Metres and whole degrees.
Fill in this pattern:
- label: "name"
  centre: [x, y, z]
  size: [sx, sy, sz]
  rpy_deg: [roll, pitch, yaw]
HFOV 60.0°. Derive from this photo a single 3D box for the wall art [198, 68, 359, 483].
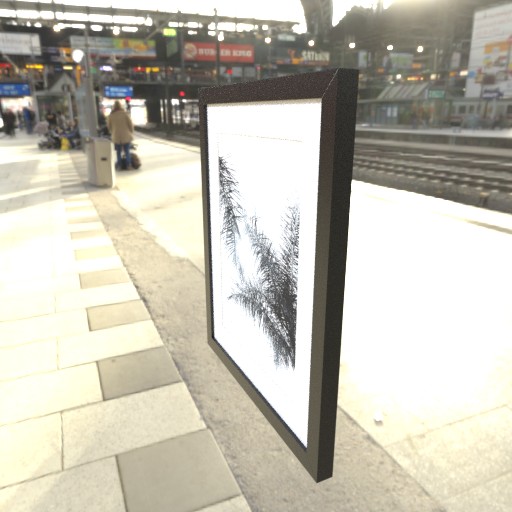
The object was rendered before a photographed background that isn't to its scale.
- label: "wall art"
  centre: [0.000, 0.000, 0.759]
  size: [0.028, 0.557, 0.457]
  rpy_deg: [-9, 20, -25]
